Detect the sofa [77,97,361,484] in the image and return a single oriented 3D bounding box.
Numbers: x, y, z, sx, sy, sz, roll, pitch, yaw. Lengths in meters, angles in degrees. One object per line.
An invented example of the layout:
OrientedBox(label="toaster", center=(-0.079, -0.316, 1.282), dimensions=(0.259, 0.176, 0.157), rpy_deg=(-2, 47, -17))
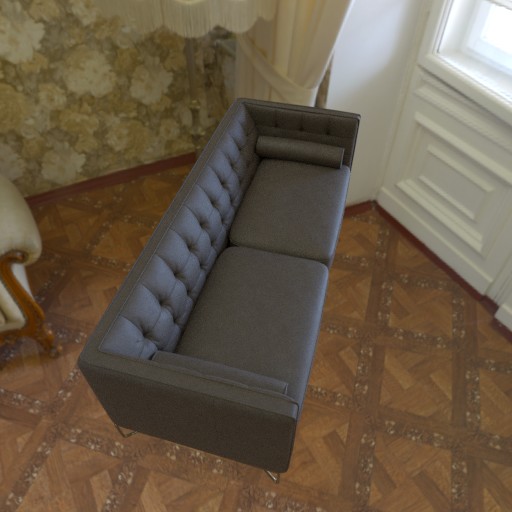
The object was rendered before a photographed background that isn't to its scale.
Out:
OrientedBox(label="sofa", center=(0.000, 0.000, 2.518), dimensions=(0.867, 0.789, 2.087), rpy_deg=(11, 49, 10))
